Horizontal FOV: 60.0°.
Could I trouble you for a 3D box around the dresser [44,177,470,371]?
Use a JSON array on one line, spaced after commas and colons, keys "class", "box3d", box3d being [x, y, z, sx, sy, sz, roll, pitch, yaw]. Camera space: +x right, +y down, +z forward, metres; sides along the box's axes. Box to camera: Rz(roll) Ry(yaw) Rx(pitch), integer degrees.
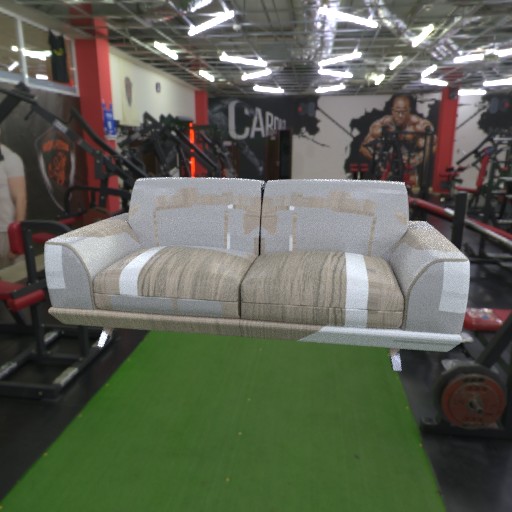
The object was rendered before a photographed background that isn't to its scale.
[{"class": "dresser", "box3d": [0.000, 0.000, 5.776, 4.679, 1.863, 2.251, 2, 15, 9]}]
